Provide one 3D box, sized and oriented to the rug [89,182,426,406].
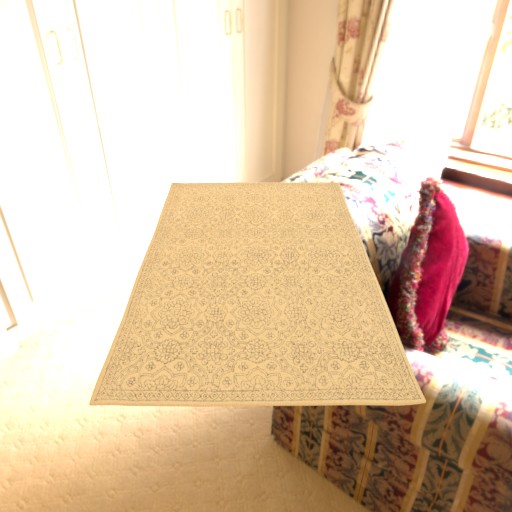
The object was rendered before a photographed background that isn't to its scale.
[{"bbox_3d":[0.000,0.000,2.997,1.518,0.023,2.434,0,33,0],"label":"rug"}]
